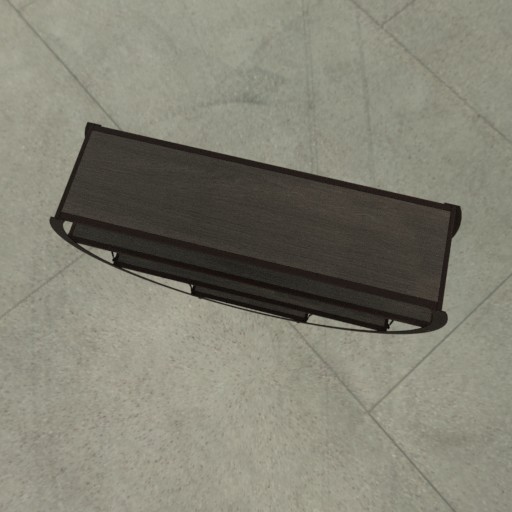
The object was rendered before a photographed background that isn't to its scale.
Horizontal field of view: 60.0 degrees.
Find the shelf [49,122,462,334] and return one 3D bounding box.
[{"bbox_3d":[0.000,0.000,1.876,1.403,1.063,0.344,13,76,4],"label":"shelf"}]
